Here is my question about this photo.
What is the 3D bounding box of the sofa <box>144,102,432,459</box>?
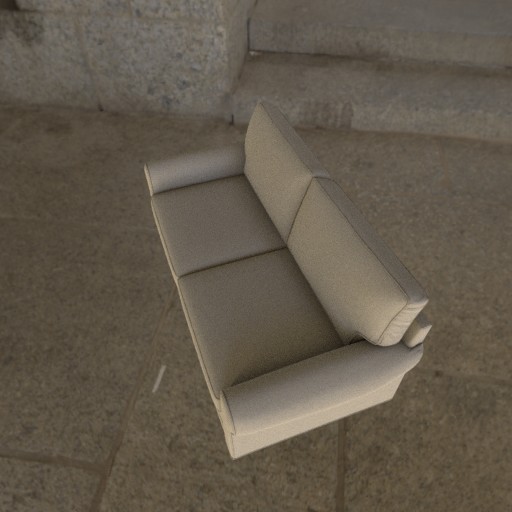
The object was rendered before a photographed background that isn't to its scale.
[{"bbox_3d":[0.000,0.000,2.500,0.940,0.952,1.930,-15,49,-14],"label":"sofa"}]
